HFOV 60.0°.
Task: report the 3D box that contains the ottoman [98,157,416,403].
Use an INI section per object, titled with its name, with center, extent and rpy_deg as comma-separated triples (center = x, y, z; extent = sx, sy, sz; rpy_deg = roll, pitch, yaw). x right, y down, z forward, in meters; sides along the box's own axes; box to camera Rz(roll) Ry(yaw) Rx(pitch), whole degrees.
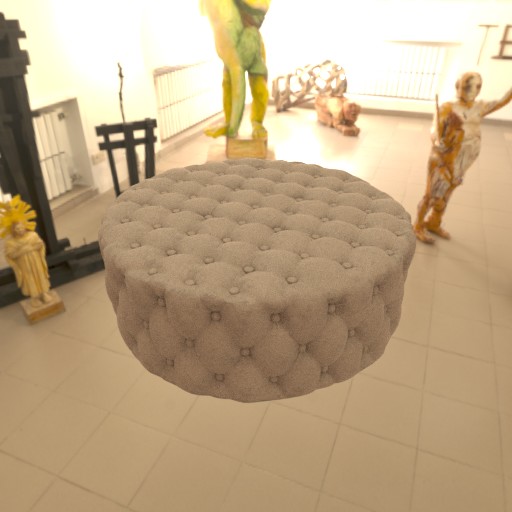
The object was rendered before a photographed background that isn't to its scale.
[ottoman]
center = 0.000, 0.000, 1.517
extent = 0.998, 0.399, 0.998
rpy_deg = 0, 32, 0
